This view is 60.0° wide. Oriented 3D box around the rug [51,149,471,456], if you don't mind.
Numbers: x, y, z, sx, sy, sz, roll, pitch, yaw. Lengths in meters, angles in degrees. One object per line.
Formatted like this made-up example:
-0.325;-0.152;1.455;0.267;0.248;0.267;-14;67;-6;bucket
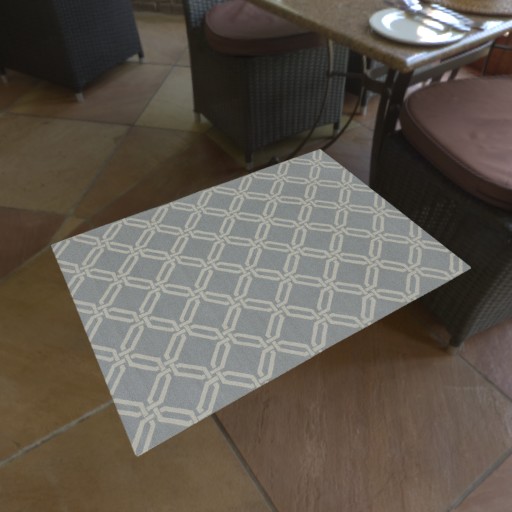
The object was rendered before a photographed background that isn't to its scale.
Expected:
0.000;0.000;2.743;2.133;0.013;1.522;-24;50;-21;rug
